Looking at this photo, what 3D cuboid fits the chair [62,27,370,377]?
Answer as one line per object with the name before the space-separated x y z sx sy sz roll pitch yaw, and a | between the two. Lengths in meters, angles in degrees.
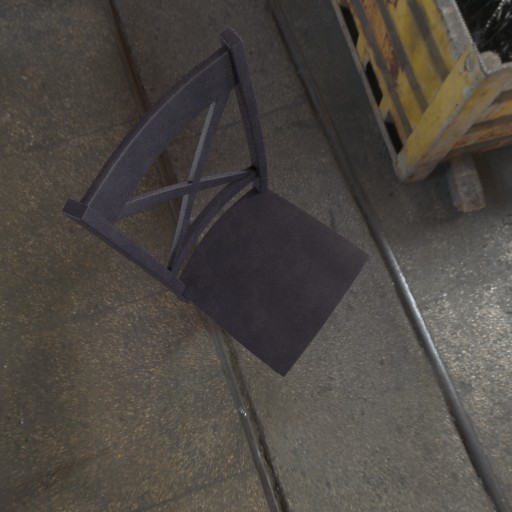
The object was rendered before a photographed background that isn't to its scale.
chair | 0.000 0.000 1.268 0.542 0.983 0.485 36 79 9
